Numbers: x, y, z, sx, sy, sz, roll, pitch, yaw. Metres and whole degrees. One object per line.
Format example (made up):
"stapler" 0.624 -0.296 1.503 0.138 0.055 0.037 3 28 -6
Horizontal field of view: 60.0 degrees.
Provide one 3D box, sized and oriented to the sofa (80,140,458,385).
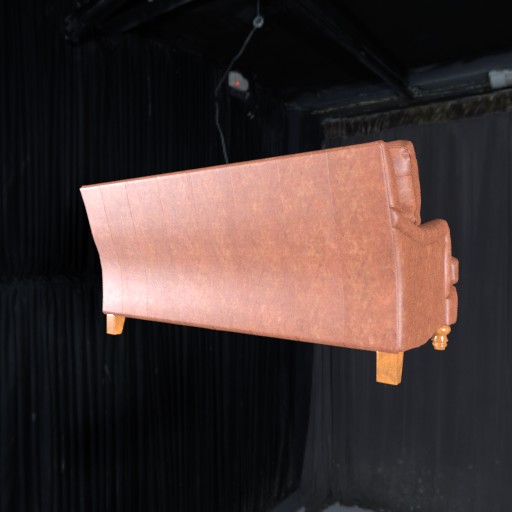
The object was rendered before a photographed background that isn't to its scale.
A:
"sofa" 0.000 0.000 2.750 2.144 1.071 1.147 0 1 36
